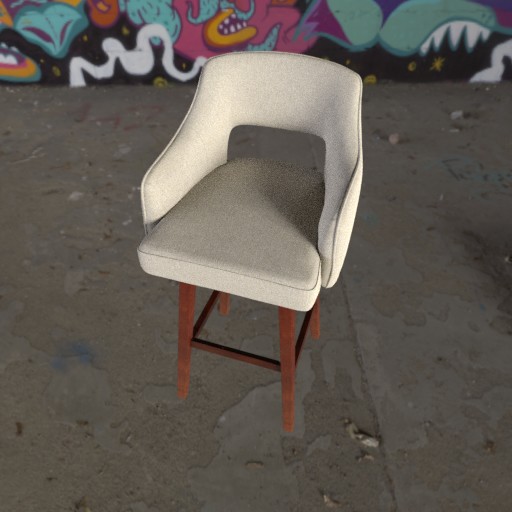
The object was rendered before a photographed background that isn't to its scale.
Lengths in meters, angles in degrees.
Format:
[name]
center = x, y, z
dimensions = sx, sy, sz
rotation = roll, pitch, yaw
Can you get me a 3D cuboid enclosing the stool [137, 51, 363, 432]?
[stool]
center = 0.000, 0.000, 1.370
dimensions = 0.550, 1.041, 0.560
rotation = 12, 43, 14
